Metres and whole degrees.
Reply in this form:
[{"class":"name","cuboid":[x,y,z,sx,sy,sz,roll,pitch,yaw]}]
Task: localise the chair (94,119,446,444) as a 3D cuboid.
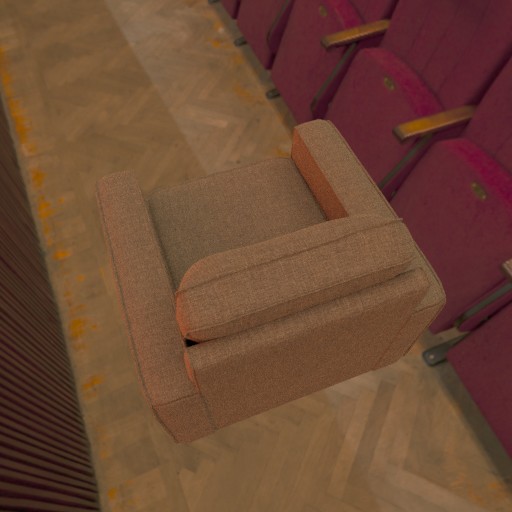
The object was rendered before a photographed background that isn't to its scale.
[{"class":"chair","cuboid":[0.000,0.000,1.670,1.016,0.914,0.940,-18,59,-11]}]
